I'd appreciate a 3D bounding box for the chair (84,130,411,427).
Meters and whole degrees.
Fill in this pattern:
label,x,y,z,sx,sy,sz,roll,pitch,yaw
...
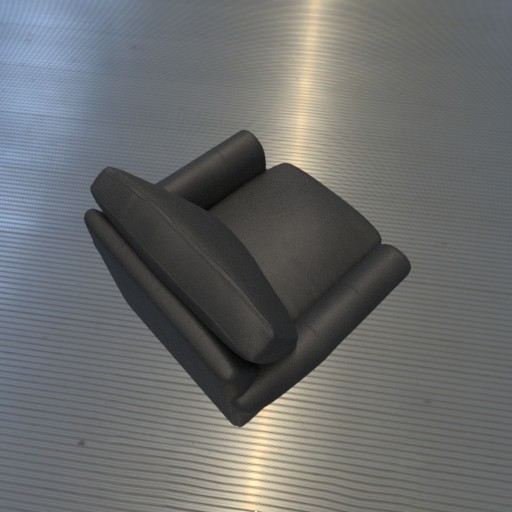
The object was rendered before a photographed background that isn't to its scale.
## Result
label,x,y,z,sx,sy,sz,roll,pitch,yaw
chair,0.000,0.000,1.811,1.027,0.960,1.015,-34,65,-18
